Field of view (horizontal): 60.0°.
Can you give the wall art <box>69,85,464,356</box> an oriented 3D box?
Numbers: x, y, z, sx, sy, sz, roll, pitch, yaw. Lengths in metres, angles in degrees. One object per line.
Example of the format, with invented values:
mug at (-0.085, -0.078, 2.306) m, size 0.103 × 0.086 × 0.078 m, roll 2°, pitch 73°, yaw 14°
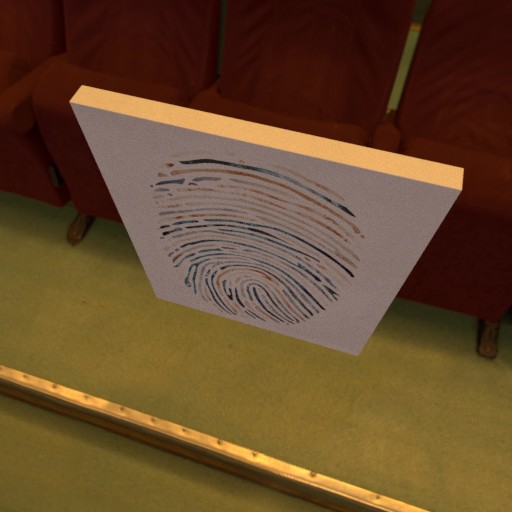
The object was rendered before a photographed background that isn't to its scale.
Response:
wall art at (0.000, 0.000, 0.818) m, size 0.508 × 0.606 × 0.037 m, roll 15°, pitch 60°, yaw 9°
